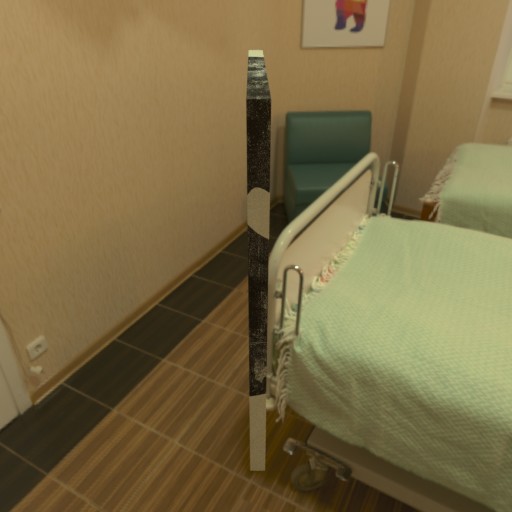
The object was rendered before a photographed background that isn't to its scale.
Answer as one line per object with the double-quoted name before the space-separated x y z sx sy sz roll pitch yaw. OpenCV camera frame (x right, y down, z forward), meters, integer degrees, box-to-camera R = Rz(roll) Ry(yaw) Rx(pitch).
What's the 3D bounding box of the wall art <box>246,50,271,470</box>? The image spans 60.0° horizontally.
"wall art" 0.000 0.000 1.158 0.041 0.915 0.610 0 31 0
